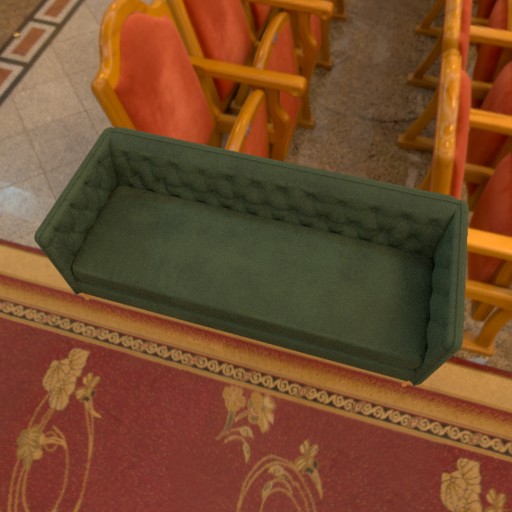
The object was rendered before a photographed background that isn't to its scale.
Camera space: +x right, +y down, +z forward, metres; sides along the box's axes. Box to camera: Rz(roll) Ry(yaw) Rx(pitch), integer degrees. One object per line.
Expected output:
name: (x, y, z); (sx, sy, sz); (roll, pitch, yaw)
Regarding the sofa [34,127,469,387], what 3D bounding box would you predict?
sofa: (0.000, 0.000, 2.658); (2.209, 0.771, 0.895); (14, 59, 8)
